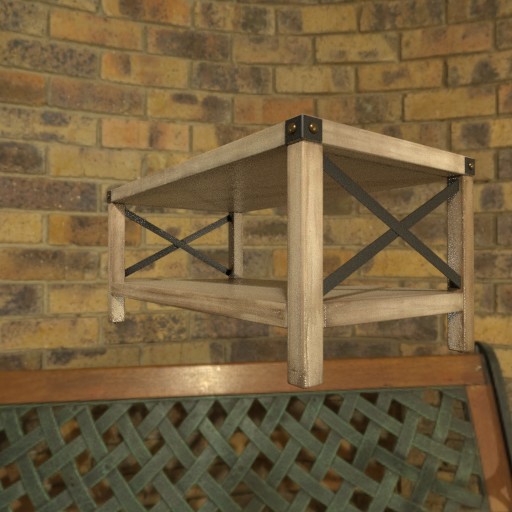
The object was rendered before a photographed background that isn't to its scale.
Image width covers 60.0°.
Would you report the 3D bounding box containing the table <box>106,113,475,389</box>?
[{"bbox_3d":[0.000,0.000,1.283,0.559,0.456,1.016,0,-1,-36],"label":"table"}]
